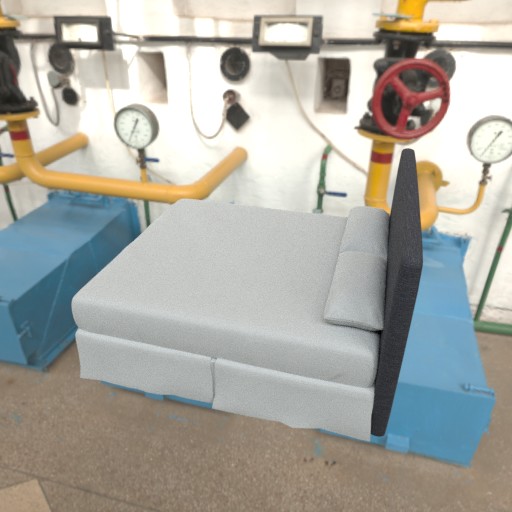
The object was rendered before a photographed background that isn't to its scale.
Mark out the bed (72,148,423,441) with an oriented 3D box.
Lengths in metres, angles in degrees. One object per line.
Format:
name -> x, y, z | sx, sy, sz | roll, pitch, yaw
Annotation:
bed -> 0.000, 0.000, 3.351 | 2.142, 1.330, 1.884 | 8, 31, 14
